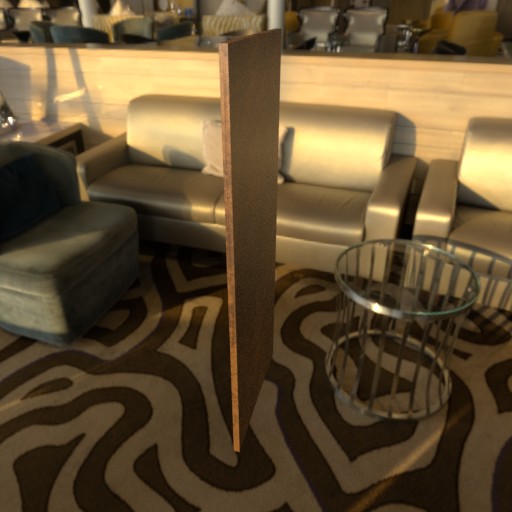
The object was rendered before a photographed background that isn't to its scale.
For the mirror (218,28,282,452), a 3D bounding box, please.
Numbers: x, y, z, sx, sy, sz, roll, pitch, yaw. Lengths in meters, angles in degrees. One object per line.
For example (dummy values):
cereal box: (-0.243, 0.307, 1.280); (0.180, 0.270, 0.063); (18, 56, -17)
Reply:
mirror: (0.000, 0.000, 2.267); (0.032, 2.031, 0.812); (8, 31, 13)
